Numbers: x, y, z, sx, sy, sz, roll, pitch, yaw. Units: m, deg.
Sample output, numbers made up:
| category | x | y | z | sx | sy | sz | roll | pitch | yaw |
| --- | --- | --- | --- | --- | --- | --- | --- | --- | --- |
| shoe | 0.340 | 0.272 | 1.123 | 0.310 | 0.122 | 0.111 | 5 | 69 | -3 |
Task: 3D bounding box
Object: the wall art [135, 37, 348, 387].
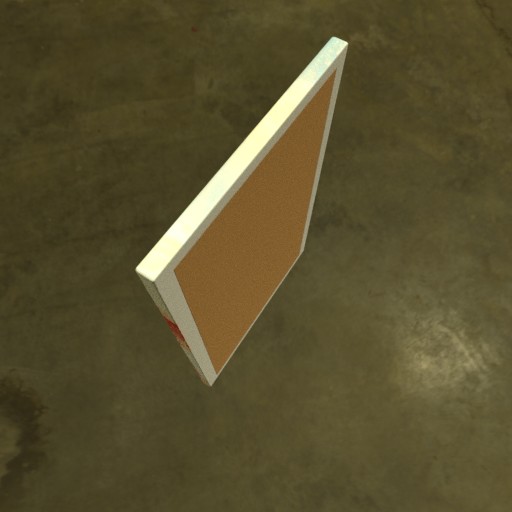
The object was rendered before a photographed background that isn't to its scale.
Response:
| category | x | y | z | sx | sy | sz | roll | pitch | yaw |
| --- | --- | --- | --- | --- | --- | --- | --- | --- | --- |
| wall art | 0.000 | 0.000 | 1.171 | 0.037 | 0.915 | 0.605 | 31 | 68 | 14 |
